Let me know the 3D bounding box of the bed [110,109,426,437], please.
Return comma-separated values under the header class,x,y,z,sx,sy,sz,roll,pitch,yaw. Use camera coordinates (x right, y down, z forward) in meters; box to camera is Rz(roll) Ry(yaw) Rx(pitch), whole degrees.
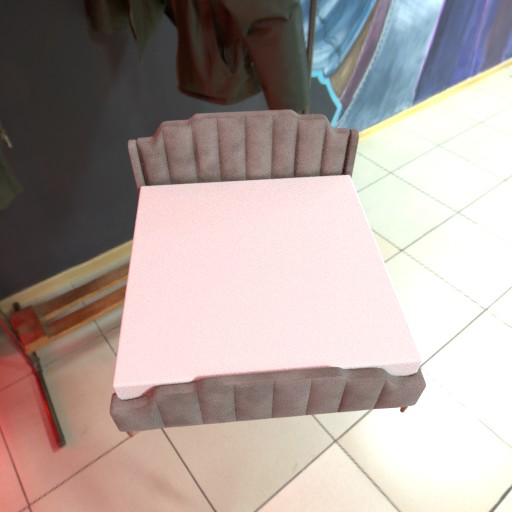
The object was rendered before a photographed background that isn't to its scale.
class,x,y,z,sx,sy,sz,roll,pitch,yaw
bed,0.000,0.000,3.518,2.074,1.245,2.340,-4,47,-4
